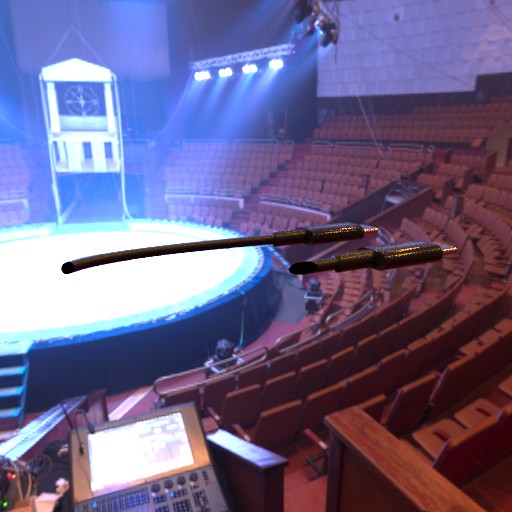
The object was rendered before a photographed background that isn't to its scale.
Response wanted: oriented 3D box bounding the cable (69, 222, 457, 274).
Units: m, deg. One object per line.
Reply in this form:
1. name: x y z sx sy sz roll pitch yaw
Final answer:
1. cable: 0.000 0.000 0.111 0.098 0.005 0.041 -7 16 -26
